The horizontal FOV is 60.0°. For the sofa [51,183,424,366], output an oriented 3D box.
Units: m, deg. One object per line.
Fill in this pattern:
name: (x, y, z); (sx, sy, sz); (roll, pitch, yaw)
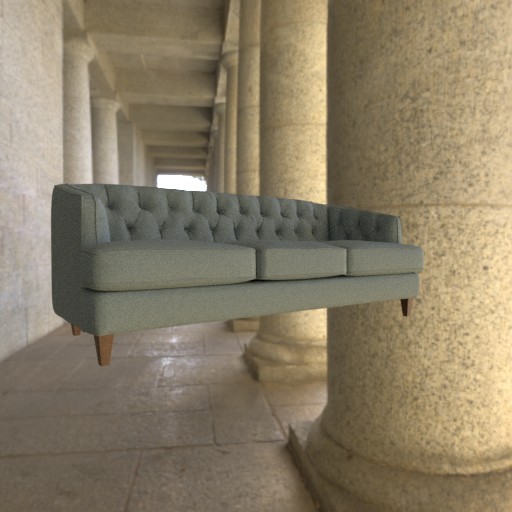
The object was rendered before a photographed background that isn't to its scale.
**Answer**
sofa: (0.000, 0.000, 2.731); (2.278, 0.855, 0.941); (-1, 2, -37)
